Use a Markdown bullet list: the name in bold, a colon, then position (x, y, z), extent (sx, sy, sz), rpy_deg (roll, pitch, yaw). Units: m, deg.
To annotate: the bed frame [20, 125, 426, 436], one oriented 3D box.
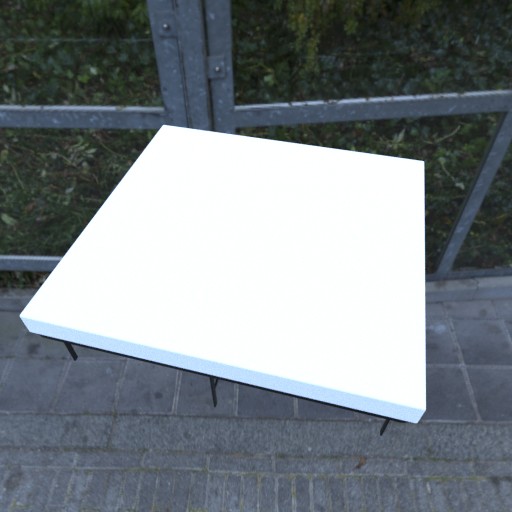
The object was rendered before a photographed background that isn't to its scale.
- **bed frame**: position (0.000, 0.000, 2.956), extent (2.032, 0.559, 1.930), rpy_deg (11, 48, 10)
